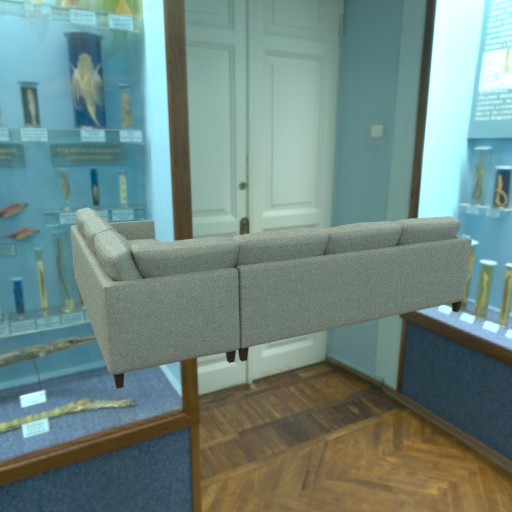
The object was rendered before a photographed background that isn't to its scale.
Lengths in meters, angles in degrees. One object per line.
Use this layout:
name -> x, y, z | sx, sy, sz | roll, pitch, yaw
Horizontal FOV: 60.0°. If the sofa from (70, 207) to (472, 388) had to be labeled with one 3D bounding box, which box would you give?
sofa -> 0.000, 0.000, 4.531 | 3.333, 0.934, 2.522 | -7, 15, -26
